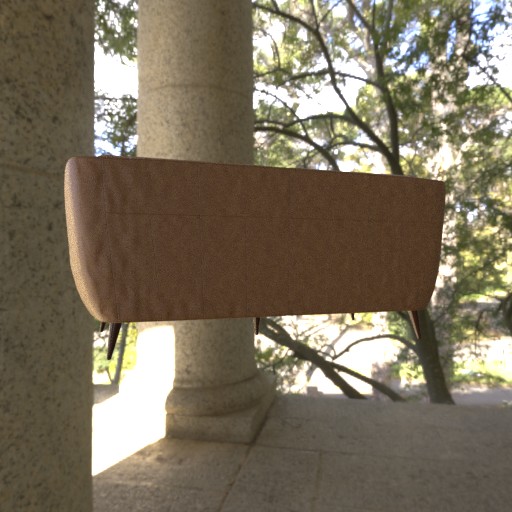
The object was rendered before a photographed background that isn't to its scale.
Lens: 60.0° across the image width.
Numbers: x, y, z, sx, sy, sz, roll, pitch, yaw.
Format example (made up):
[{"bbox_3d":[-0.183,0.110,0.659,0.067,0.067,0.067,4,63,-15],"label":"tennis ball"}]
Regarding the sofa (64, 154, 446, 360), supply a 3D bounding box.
[{"bbox_3d":[0.000,0.000,2.366,1.902,0.839,0.904,0,0,-18],"label":"sofa"}]
